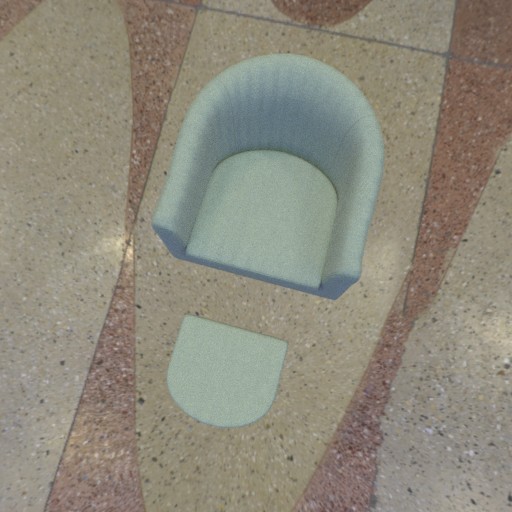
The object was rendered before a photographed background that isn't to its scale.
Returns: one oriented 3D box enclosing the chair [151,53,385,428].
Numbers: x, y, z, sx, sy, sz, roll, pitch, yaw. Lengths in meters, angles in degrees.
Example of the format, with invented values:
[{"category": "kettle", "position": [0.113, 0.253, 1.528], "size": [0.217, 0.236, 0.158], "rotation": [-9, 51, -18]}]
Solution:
[{"category": "chair", "position": [0.000, 0.000, 1.724], "size": [0.756, 0.757, 1.288], "rotation": [15, 75, 4]}]
